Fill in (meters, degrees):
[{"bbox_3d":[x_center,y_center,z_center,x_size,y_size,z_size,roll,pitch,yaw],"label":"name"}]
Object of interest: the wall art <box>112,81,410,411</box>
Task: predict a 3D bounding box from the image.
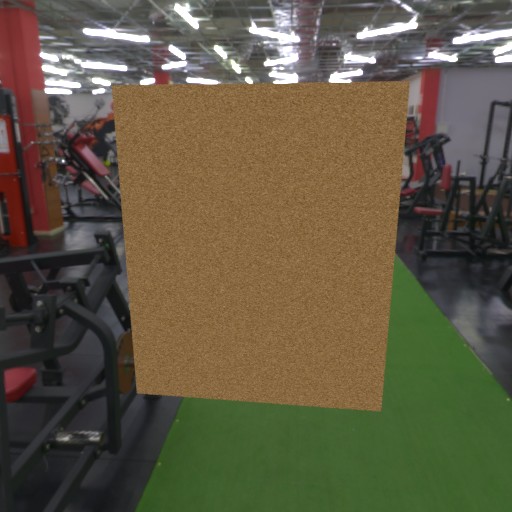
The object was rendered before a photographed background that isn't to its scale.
[{"bbox_3d":[0.000,0.000,0.781,0.467,0.567,0.033,2,16,7],"label":"wall art"}]
